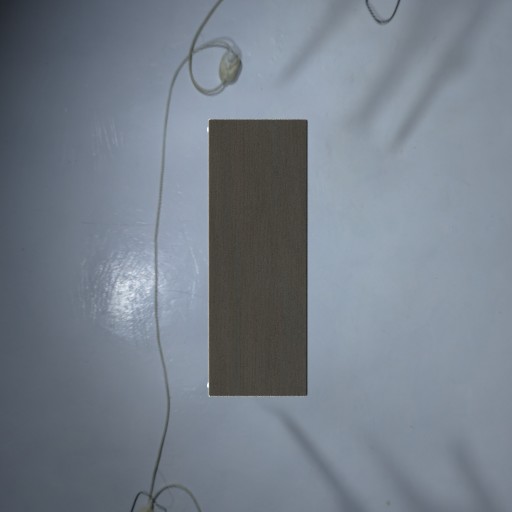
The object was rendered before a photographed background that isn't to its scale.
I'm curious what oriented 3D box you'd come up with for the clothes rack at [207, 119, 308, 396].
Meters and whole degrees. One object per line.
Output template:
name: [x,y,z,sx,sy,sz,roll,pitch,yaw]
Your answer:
clothes rack: [0.000,0.000,1.774,0.400,1.512,0.640,0,90,0]
